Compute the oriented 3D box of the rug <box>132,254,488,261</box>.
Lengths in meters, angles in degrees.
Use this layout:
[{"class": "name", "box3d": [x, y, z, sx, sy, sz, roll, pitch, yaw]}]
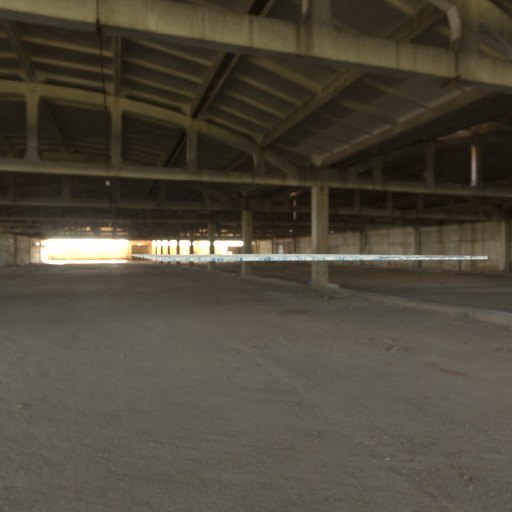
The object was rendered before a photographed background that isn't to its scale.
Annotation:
[{"class": "rug", "box3d": [0.000, 0.000, 3.020, 1.524, 0.015, 2.439, 0, 1, -18]}]
